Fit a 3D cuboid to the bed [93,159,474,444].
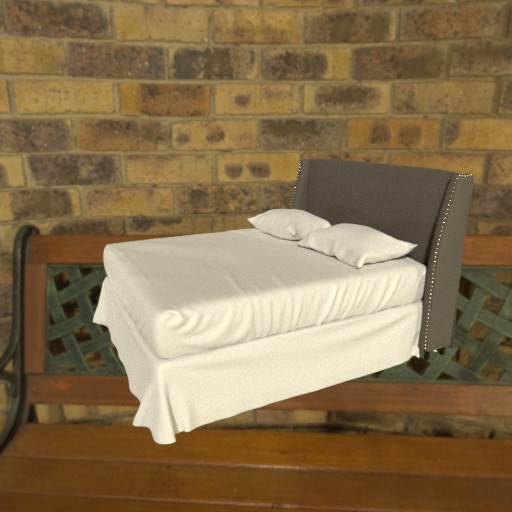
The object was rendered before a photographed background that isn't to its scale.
[{"bbox_3d":[0.000,0.000,3.386,2.276,1.332,1.925,-8,17,-26],"label":"bed"}]
